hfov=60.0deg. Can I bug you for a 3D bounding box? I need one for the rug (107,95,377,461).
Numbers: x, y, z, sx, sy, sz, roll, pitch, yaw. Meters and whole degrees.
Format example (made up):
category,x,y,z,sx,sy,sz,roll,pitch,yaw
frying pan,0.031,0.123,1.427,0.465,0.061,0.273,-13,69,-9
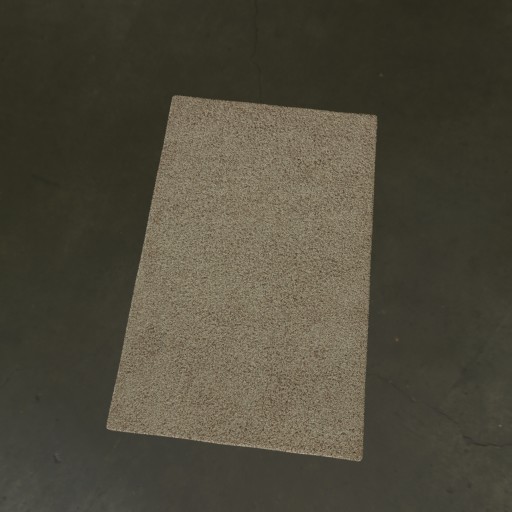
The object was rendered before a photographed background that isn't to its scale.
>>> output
category,x,y,z,sx,sy,sz,roll,pitch,yaw
rug,0.000,0.000,3.447,1.778,0.030,2.743,6,73,2
